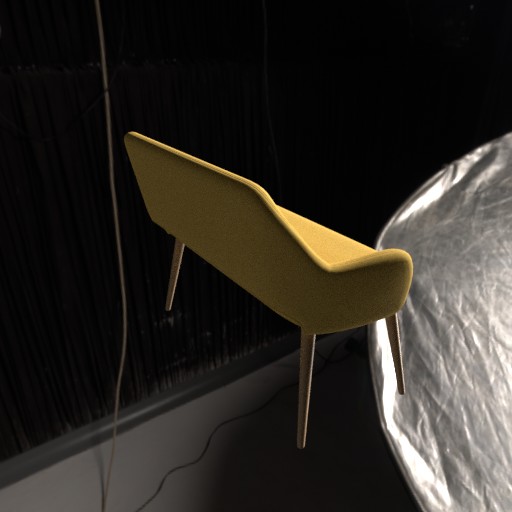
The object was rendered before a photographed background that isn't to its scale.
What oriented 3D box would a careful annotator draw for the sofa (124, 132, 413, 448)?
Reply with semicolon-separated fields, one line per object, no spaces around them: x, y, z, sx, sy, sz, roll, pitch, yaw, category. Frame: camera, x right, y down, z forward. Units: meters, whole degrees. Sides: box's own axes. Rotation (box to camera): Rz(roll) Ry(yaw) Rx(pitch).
0.000;0.000;1.618;0.610;0.840;1.150;-18;32;-31;sofa
